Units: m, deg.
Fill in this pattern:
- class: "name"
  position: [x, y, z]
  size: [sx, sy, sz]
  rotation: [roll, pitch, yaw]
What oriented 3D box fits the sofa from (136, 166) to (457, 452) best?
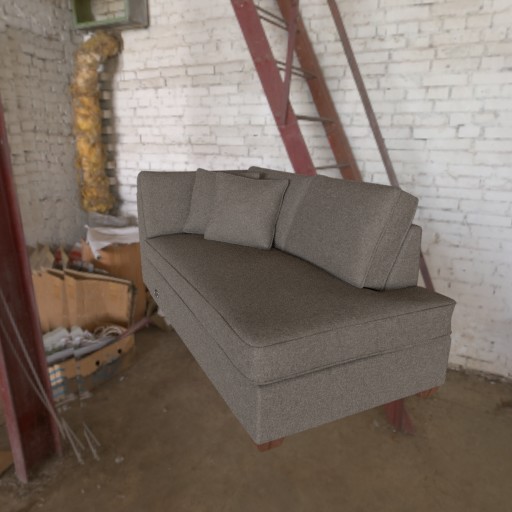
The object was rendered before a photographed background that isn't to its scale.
- class: "sofa"
  position: [0.000, 0.000, 2.832]
  size: [1.110, 1.033, 2.237]
  rotation: [-8, 18, -25]
